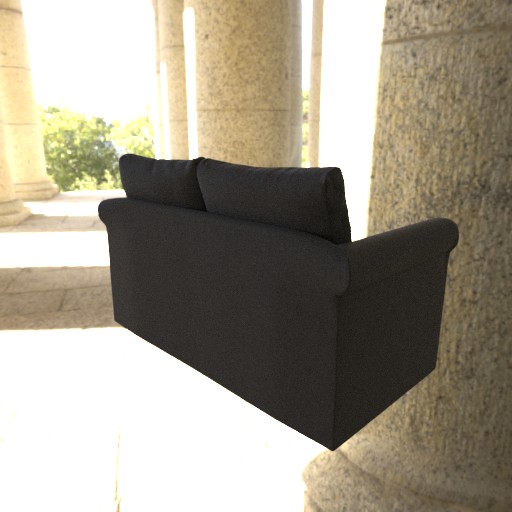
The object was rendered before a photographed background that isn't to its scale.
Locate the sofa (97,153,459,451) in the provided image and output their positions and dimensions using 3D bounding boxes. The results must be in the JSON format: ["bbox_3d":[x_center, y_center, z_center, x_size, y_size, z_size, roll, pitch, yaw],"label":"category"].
[{"bbox_3d":[0.000,0.000,1.955,0.741,0.872,1.460,-15,21,-43],"label":"sofa"}]
